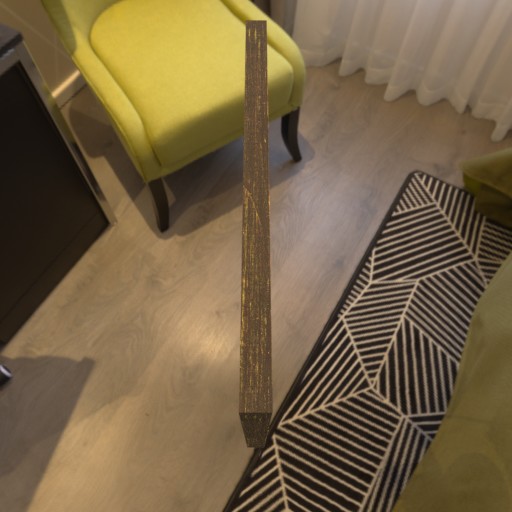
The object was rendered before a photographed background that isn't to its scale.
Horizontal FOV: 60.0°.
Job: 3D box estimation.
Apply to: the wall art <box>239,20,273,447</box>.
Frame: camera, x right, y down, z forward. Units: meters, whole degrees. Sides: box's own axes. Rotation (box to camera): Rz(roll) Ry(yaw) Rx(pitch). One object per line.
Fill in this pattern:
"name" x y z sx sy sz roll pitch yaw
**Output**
"wall art" 0.000 0.000 0.740 0.032 0.457 0.558 0 63 0
